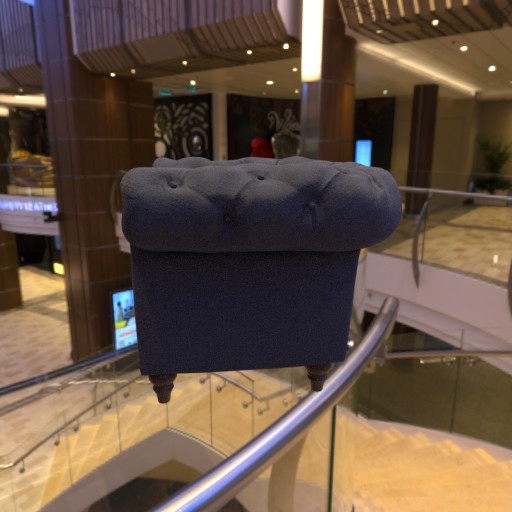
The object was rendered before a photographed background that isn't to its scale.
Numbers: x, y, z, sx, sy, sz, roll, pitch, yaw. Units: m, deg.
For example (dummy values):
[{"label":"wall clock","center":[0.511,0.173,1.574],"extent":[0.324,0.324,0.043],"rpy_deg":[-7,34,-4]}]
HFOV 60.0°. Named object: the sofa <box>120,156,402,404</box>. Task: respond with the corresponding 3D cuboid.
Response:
[{"label":"sofa","center":[0.000,0.000,2.028],"extent":[1.032,0.878,1.405],"rpy_deg":[-2,14,-8]}]
